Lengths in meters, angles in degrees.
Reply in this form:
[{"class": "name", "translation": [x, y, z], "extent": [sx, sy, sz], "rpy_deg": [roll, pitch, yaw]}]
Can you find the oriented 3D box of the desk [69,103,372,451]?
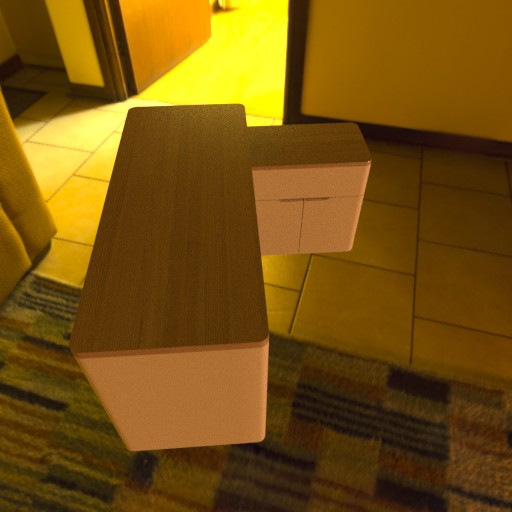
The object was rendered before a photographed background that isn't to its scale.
[{"class": "desk", "translation": [0.000, 0.000, 2.038], "extent": [1.175, 0.770, 1.400], "rpy_deg": [-3, 47, -3]}]
